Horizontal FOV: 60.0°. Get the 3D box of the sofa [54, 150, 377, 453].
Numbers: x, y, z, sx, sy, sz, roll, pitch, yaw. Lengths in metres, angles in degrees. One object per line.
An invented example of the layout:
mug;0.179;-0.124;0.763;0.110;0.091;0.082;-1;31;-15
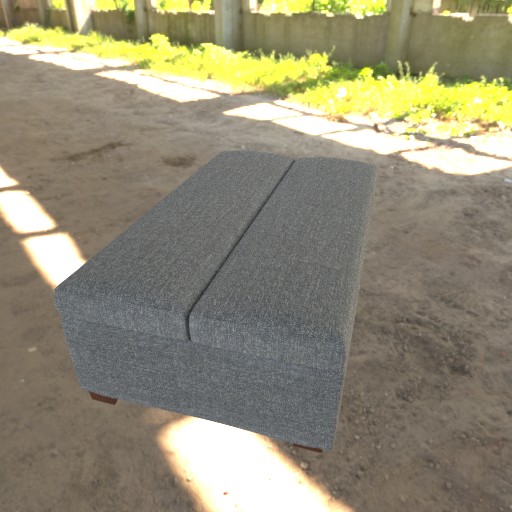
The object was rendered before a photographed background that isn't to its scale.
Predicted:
sofa;0.000;0.000;1.600;0.782;0.417;1.198;8;31;14
